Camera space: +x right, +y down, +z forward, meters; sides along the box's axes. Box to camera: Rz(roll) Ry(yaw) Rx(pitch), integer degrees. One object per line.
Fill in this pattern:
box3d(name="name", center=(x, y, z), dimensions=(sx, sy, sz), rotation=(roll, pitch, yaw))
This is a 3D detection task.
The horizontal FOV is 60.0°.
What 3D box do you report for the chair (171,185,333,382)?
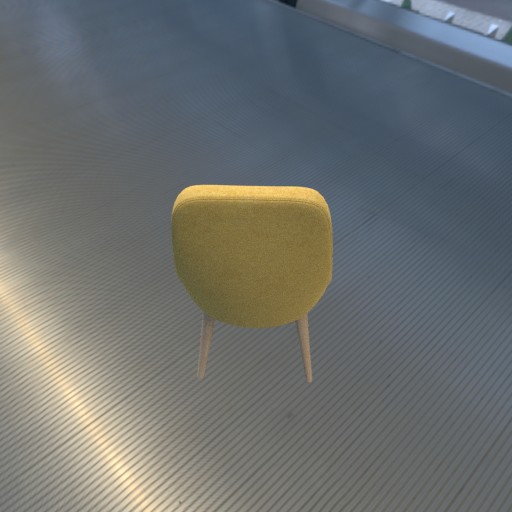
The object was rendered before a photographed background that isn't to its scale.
box3d(name="chair", center=(0.000, 0.000, 1.430), dimensions=(0.510, 1.040, 0.660), rotation=(1, 47, 1))
